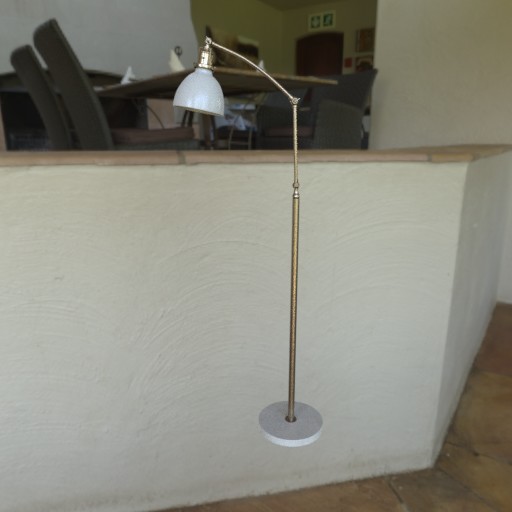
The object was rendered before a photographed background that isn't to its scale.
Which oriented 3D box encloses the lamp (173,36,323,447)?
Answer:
[{"bbox_3d":[0.000,0.000,1.766,0.599,1.586,0.288,-2,15,-7],"label":"lamp"}]
